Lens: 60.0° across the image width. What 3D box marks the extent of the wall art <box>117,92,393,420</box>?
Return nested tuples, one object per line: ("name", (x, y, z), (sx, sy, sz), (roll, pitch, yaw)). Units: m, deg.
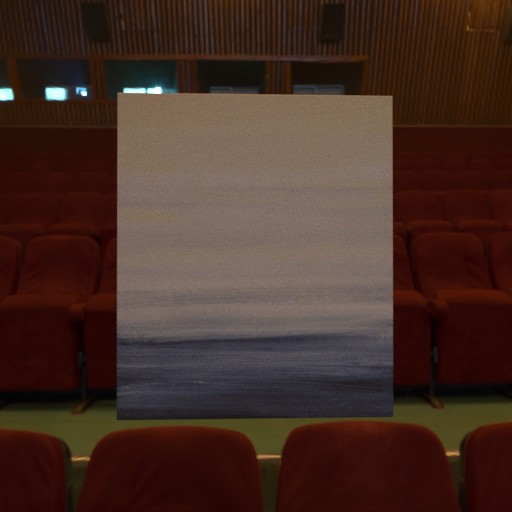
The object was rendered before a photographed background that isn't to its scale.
("wall art", (0.000, 0.000, 0.717), (0.435, 0.511, 0.037), (0, 0, -2))
